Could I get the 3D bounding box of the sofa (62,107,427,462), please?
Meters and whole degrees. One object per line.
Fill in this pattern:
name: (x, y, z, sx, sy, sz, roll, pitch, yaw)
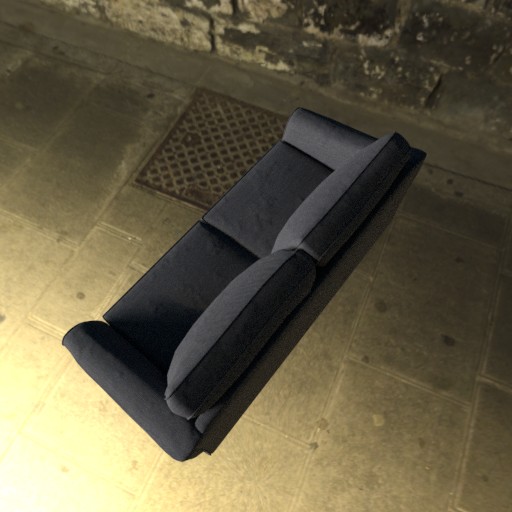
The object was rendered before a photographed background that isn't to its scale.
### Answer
sofa: (0.000, 0.000, 2.730, 0.971, 0.950, 2.270, 35, 68, 17)
